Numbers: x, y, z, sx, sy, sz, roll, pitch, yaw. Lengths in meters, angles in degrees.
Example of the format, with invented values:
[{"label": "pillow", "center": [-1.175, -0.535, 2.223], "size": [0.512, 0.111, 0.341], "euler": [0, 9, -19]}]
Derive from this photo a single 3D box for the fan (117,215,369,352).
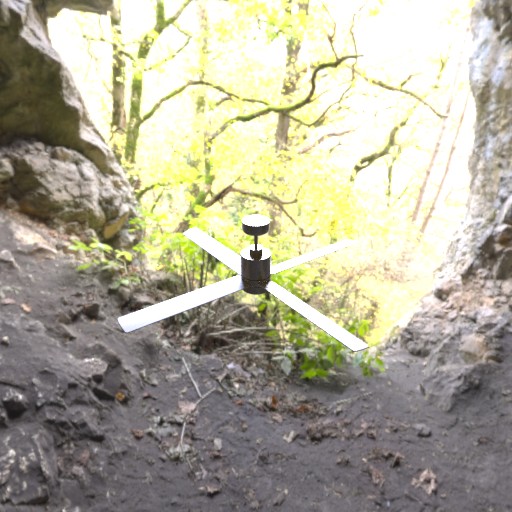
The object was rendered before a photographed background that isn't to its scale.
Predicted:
[{"label": "fan", "center": [0.000, 0.000, 2.039], "size": [1.322, 0.355, 1.322], "euler": [-19, 33, -32]}]
